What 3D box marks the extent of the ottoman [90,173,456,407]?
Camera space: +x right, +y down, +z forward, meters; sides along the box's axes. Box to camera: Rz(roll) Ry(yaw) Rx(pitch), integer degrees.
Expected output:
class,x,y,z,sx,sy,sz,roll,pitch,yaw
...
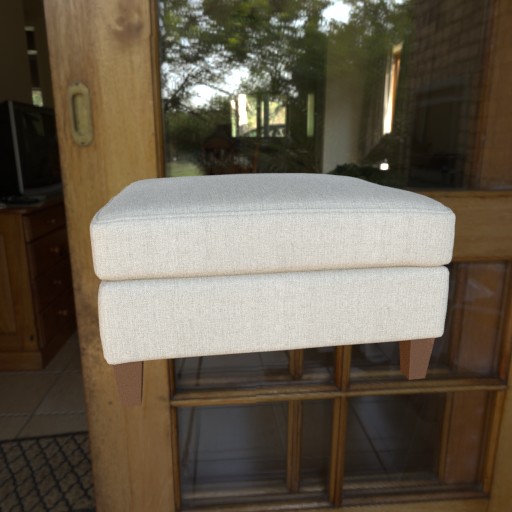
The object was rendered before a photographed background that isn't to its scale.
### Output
class,x,y,z,sx,sy,sz,roll,pitch,yaw
ottoman,0.000,0.000,1.390,0.838,0.503,0.838,-2,14,-10
